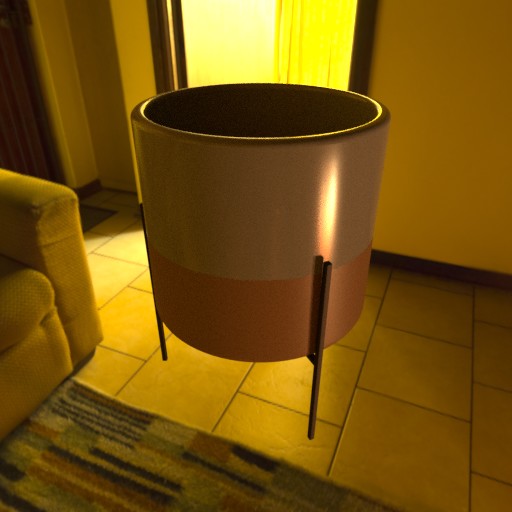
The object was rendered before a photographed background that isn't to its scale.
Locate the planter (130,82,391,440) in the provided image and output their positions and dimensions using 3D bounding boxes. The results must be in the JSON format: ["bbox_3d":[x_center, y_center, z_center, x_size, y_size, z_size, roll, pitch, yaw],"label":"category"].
[{"bbox_3d":[0.000,0.000,0.723,0.360,0.480,0.348,2,31,3],"label":"planter"}]
